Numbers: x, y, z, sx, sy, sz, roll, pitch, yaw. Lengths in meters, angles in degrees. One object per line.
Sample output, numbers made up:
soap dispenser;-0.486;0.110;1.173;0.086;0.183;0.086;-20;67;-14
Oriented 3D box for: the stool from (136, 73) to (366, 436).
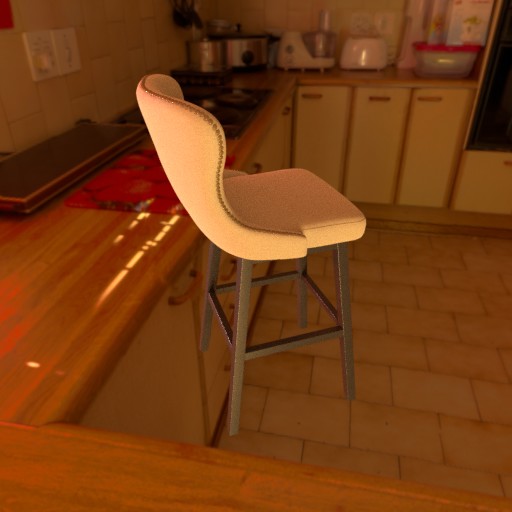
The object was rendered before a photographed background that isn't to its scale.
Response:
stool;0.000;0.000;1.415;0.605;1.066;0.528;-10;32;-16
